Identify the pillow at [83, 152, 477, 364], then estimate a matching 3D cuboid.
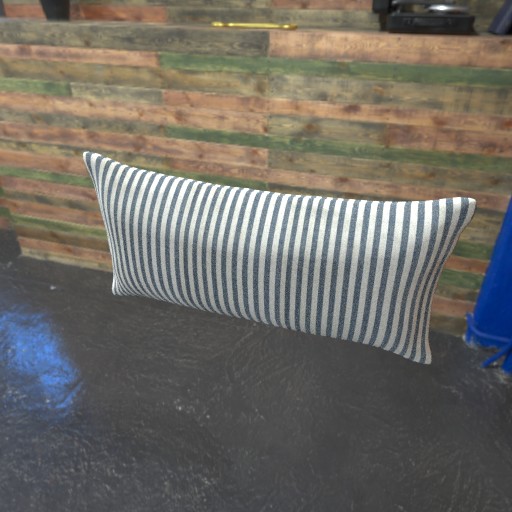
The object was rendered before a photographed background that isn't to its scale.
[{"bbox_3d":[0.000,0.000,0.742,0.617,0.295,0.151,10,32,16],"label":"pillow"}]
